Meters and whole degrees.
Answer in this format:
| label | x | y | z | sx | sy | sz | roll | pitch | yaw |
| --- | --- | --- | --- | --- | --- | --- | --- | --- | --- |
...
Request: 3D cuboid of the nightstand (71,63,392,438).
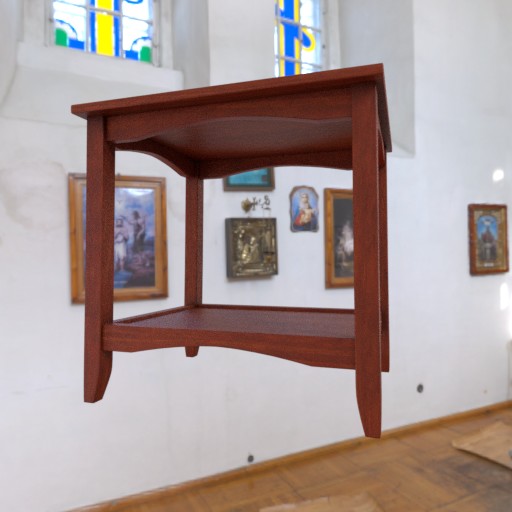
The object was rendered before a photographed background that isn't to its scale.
| label | x | y | z | sx | sy | sz | roll | pitch | yaw |
| --- | --- | --- | --- | --- | --- | --- | --- | --- | --- |
| nightstand | 0.000 | 0.000 | 0.968 | 0.558 | 0.558 | 0.501 | 0 | -1 | 18 |
